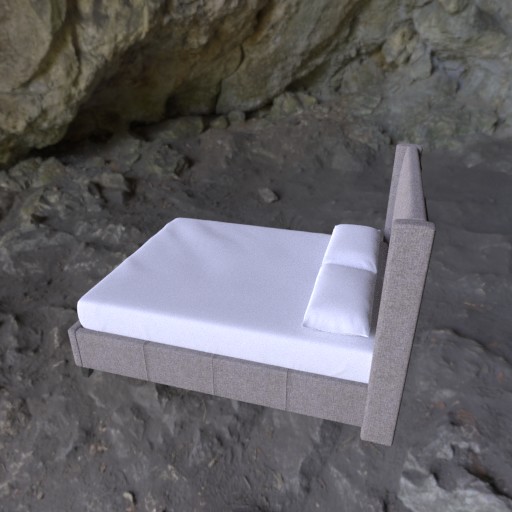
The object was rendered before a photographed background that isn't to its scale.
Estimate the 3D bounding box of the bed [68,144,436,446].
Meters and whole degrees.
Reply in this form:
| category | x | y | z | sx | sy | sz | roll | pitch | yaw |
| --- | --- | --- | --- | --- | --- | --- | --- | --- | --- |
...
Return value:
| category | x | y | z | sx | sy | sz | roll | pitch | yaw |
| --- | --- | --- | --- | --- | --- | --- | --- | --- | --- |
| bed | 0.000 | 0.000 | 3.385 | 2.245 | 1.476 | 1.714 | 8 | 28 | 15 |
